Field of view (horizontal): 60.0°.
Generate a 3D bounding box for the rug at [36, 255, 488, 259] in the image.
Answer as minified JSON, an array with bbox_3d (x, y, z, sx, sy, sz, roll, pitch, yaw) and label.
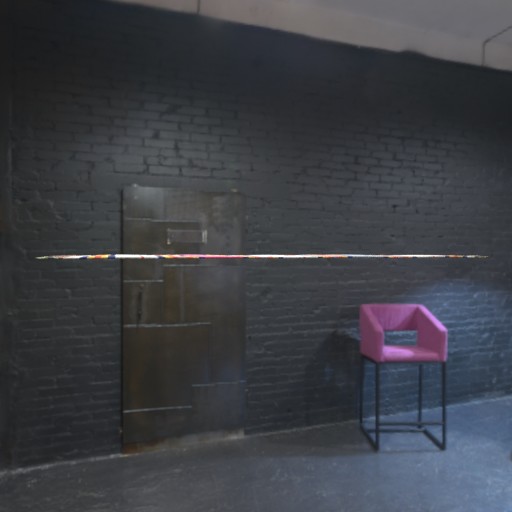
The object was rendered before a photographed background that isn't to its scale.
[{"bbox_3d":[0.000,0.000,2.216,1.849,0.013,1.084,0,0,-18],"label":"rug"}]
